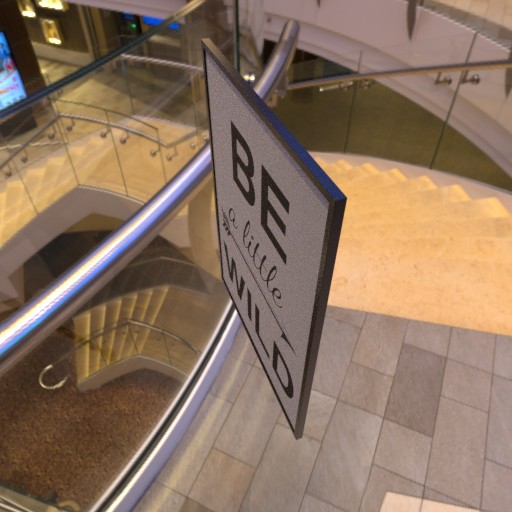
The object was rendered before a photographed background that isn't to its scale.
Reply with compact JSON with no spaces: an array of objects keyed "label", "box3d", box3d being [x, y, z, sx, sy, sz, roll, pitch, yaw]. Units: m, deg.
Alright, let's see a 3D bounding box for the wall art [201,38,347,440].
[{"label":"wall art","box3d":[0.000,0.000,0.780,0.013,0.582,0.442,-16,48,-15]}]
